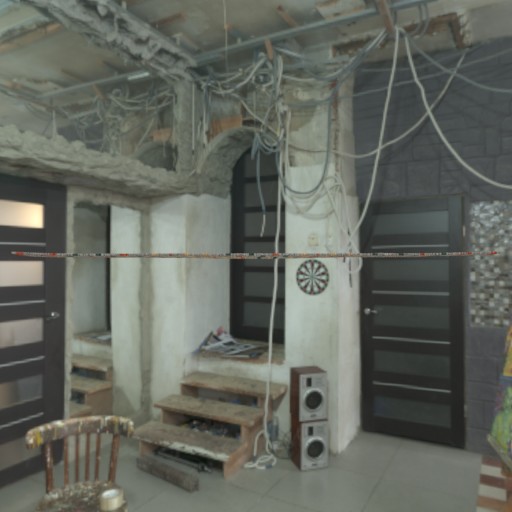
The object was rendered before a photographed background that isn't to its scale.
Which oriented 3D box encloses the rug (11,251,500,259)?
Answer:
[{"bbox_3d":[0.000,0.000,2.968,2.439,0.029,1.537,0,-1,0],"label":"rug"}]
